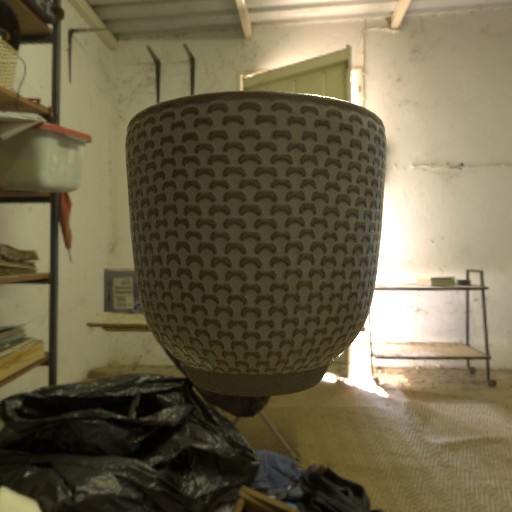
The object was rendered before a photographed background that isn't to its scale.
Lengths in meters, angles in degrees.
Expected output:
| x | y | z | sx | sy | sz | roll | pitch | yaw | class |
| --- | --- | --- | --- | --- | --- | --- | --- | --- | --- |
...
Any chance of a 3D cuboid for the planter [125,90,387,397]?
| x | y | z | sx | sy | sz | roll | pitch | yaw | class |
| --- | --- | --- | --- | --- | --- | --- | --- | --- | --- |
| 0.000 | 0.000 | 0.348 | 0.197 | 0.191 | 0.197 | 0 | 0 | 0 | planter |
